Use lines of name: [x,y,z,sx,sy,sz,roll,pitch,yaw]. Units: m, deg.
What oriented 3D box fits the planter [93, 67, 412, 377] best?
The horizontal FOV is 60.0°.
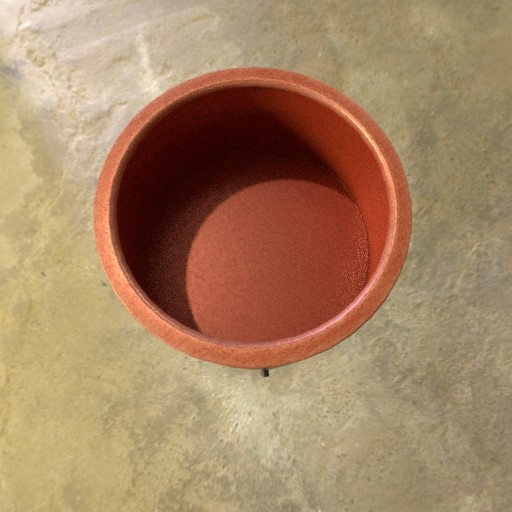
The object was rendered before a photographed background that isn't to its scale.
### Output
planter: [0.000,0.000,0.697,0.354,0.465,0.345,-34,78,-8]
